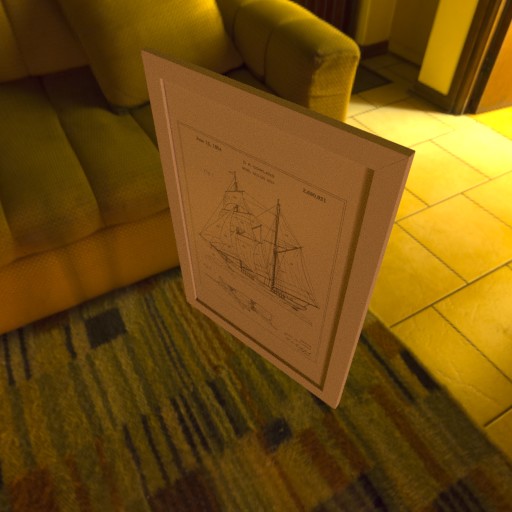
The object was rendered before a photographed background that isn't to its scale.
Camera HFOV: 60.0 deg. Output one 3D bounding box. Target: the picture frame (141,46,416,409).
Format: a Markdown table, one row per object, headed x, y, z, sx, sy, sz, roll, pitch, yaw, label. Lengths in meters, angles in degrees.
| x | y | z | sx | sy | sz | roll | pitch | yaw | label |
| --- | --- | --- | --- | --- | --- | --- | --- | --- | --- |
| 0.000 | 0.000 | 0.592 | 0.326 | 0.459 | 0.011 | 31 | 54 | 26 | picture frame |
